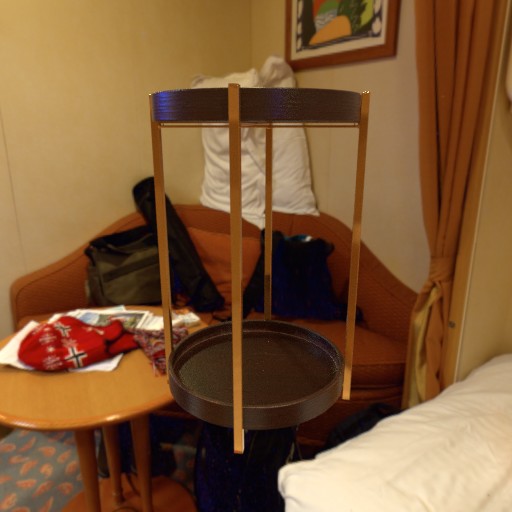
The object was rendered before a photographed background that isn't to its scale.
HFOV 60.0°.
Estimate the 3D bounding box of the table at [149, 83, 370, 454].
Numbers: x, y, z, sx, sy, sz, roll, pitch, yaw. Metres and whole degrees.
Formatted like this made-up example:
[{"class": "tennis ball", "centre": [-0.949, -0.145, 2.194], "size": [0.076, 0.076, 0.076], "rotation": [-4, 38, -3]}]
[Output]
[{"class": "table", "centre": [0.000, 0.000, 0.883], "size": [0.400, 0.610, 0.400], "rotation": [3, 16, 9]}]
